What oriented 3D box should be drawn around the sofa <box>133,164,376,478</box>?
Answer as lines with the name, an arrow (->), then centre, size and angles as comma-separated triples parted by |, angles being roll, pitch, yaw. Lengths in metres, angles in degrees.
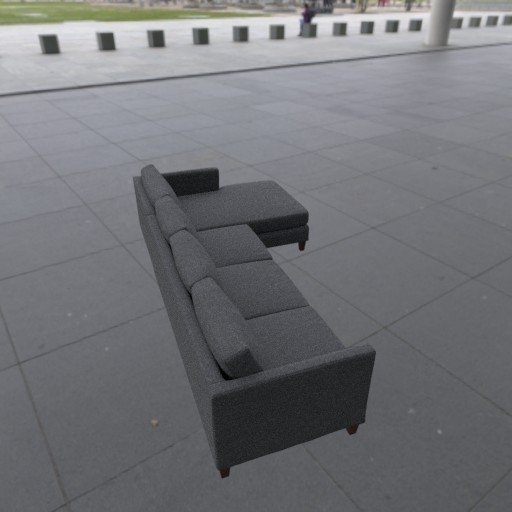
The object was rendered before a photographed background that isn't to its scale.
sofa -> 0.000, 0.000, 3.756 | 1.625, 0.846, 3.186 | -11, 32, -17
